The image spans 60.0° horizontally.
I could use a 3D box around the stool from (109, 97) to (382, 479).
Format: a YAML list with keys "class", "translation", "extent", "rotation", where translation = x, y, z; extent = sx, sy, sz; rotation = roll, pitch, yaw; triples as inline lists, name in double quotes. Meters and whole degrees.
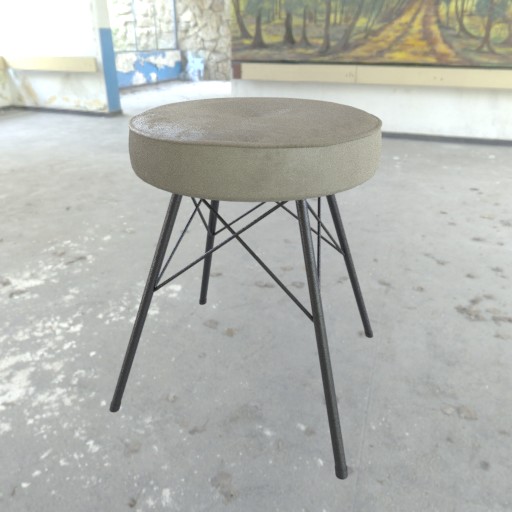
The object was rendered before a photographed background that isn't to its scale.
- class: "stool"
  translation: [0.000, 0.000, 0.840]
  extent: [0.457, 0.538, 0.423]
  rotation: [9, 28, 17]
